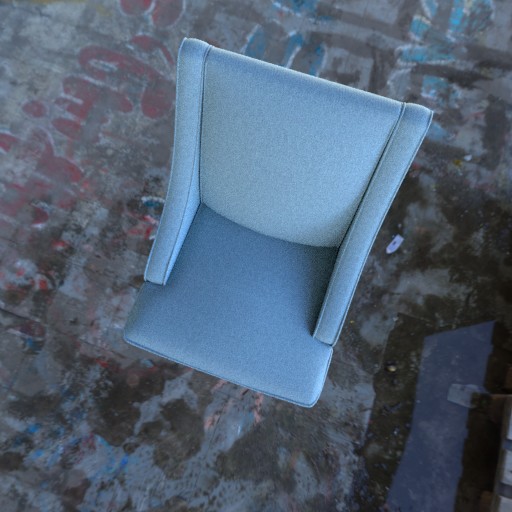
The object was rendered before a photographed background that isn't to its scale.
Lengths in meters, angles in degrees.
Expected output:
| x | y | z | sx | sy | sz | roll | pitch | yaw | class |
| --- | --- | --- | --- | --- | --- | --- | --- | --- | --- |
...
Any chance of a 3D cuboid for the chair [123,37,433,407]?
| x | y | z | sx | sy | sz | roll | pitch | yaw | class |
| --- | --- | --- | --- | --- | --- | --- | --- | --- | --- |
| 0.000 | 0.000 | 1.852 | 0.857 | 1.133 | 1.025 | 19 | 76 | 5 | chair |
